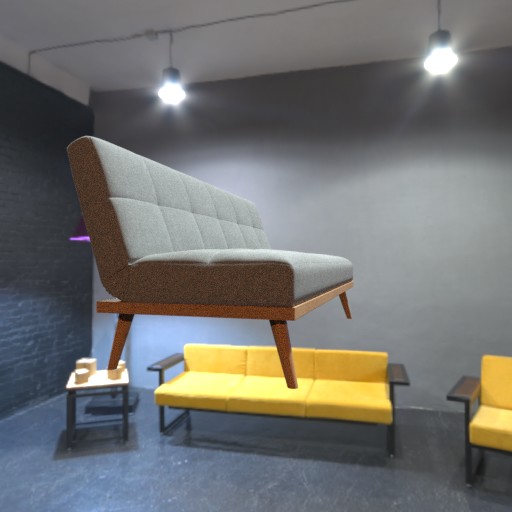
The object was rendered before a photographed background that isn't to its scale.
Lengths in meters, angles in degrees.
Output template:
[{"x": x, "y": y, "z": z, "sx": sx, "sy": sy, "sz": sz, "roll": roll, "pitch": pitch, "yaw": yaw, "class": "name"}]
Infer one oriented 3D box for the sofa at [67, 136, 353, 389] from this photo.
[{"x": 0.000, "y": 0.000, "z": 2.221, "sx": 0.800, "sy": 0.800, "sz": 1.820, "roll": 0, "pitch": -1, "yaw": 18, "class": "sofa"}]
